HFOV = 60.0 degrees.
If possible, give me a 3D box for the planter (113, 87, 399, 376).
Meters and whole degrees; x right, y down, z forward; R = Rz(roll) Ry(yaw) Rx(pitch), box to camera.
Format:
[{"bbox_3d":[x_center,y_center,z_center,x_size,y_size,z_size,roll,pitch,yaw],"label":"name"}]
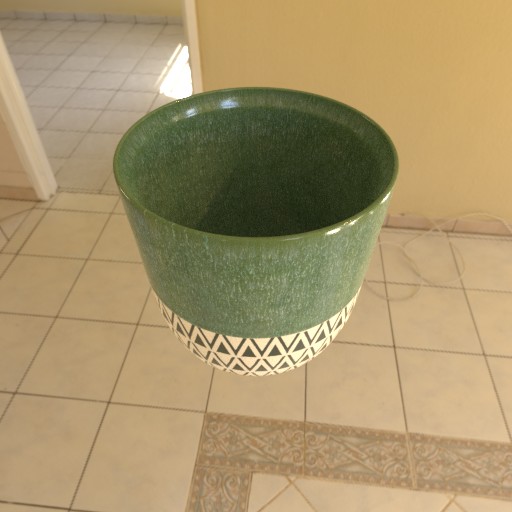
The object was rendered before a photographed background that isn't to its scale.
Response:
[{"bbox_3d":[0.000,0.000,0.383,0.195,0.214,0.195,0,44,0],"label":"planter"}]
